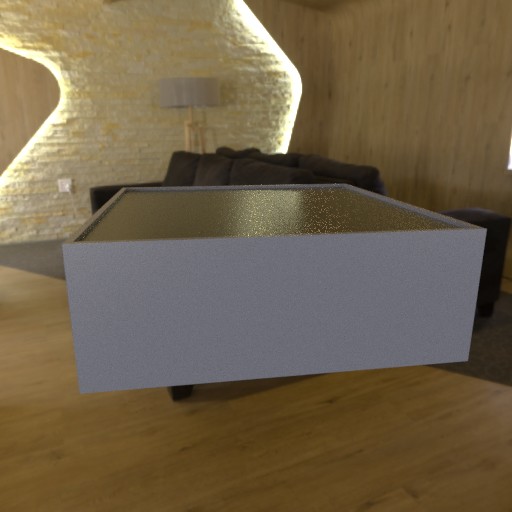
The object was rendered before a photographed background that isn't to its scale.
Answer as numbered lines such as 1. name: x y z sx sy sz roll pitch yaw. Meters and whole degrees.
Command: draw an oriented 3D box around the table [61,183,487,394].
1. table: 0.000 0.000 1.241 0.801 0.299 0.801 -2 16 -9
